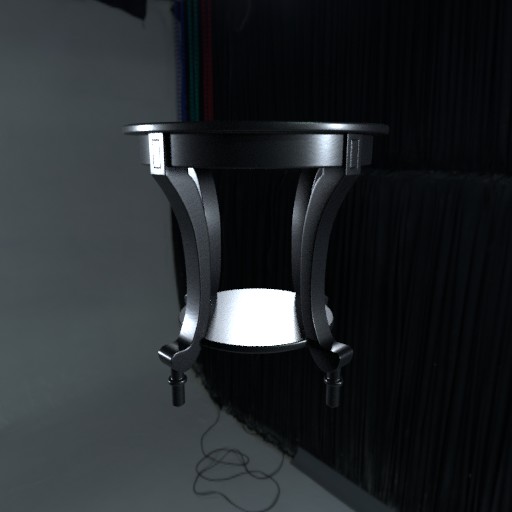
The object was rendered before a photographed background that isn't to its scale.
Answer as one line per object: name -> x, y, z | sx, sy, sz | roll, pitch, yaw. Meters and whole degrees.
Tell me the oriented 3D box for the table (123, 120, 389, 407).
table -> 0.000, 0.000, 1.108 | 0.597, 0.618, 0.597 | 0, 14, 0
